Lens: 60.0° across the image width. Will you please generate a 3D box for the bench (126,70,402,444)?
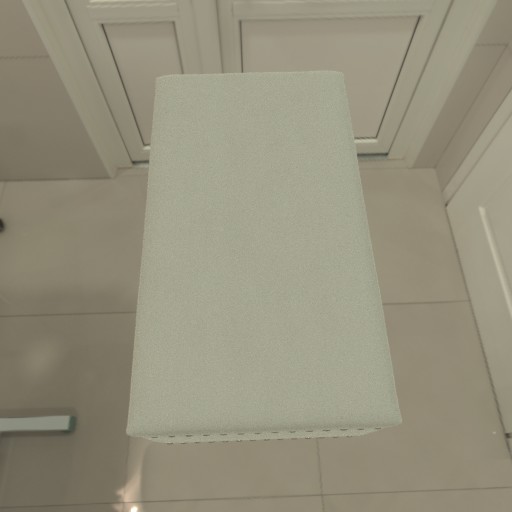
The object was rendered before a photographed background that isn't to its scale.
[{"bbox_3d":[0.000,0.000,1.160,0.500,0.449,0.887,-2,64,-1],"label":"bench"}]
